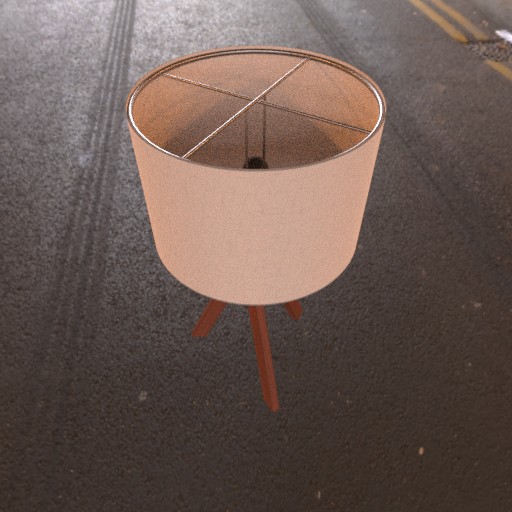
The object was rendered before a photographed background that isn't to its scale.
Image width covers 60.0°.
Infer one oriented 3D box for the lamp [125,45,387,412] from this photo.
[{"bbox_3d":[0.000,0.000,0.903,0.380,0.686,0.380,23,50,21],"label":"lamp"}]
